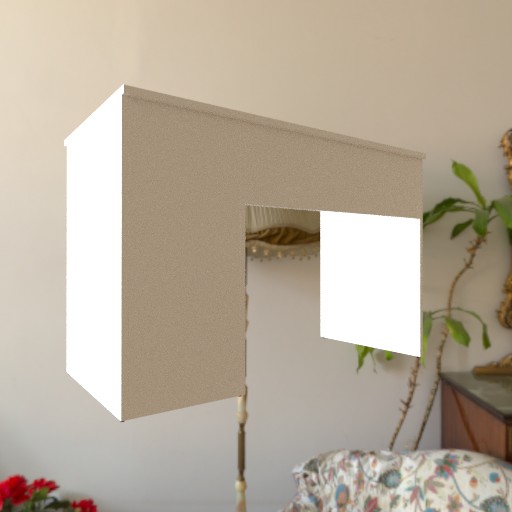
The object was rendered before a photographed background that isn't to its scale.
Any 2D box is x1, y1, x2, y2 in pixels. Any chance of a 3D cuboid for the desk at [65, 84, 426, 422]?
[{"bbox_3d":[0.000,0.000,1.498,1.097,0.735,0.560,0,0,-35],"label":"desk"}]
